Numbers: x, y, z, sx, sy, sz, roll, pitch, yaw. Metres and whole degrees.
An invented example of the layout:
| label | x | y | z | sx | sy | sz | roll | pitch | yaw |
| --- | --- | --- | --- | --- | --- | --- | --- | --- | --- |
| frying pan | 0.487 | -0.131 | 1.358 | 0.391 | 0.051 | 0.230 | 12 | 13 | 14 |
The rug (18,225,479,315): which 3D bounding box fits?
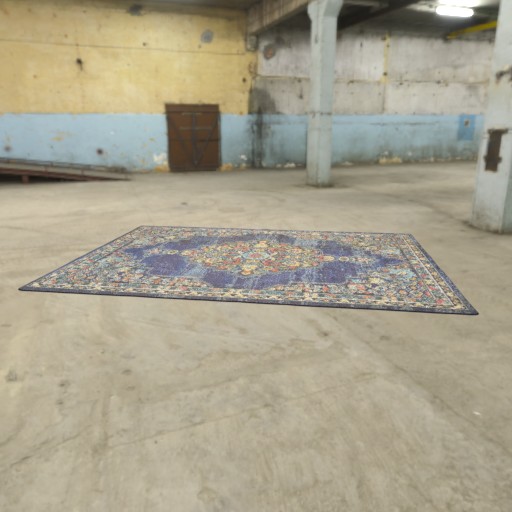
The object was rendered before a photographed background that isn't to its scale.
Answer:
| label | x | y | z | sx | sy | sz | roll | pitch | yaw |
| --- | --- | --- | --- | --- | --- | --- | --- | --- | --- |
| rug | 0.000 | 0.000 | 2.871 | 2.232 | 0.009 | 1.630 | 2 | 16 | 8 |
